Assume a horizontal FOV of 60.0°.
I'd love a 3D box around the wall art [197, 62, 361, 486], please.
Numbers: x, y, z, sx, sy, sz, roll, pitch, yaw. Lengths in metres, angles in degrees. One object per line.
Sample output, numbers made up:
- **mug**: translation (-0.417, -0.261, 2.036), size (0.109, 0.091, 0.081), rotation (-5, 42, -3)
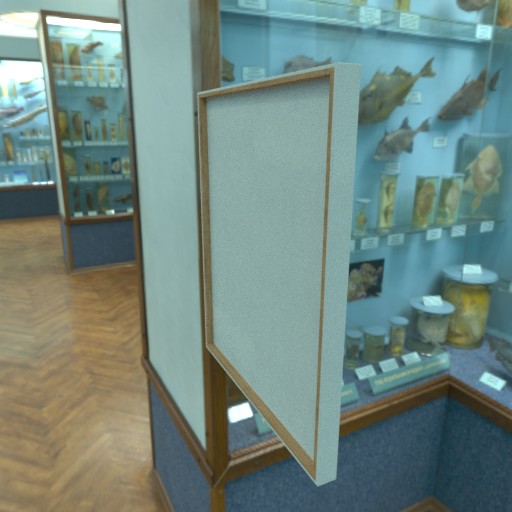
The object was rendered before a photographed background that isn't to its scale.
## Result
- **wall art**: translation (0.000, 0.000, 0.827), size (0.037, 0.606, 0.508), rotation (-8, 18, -25)
